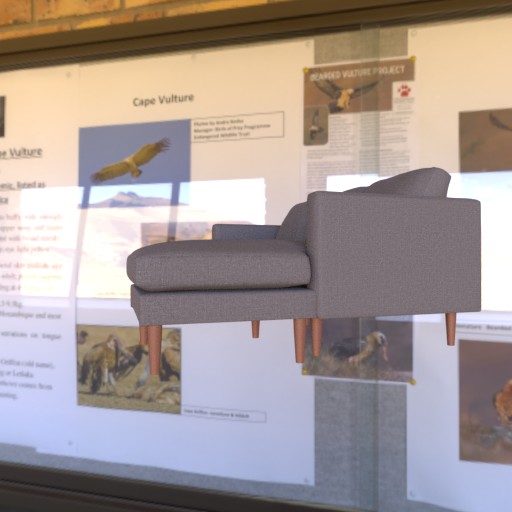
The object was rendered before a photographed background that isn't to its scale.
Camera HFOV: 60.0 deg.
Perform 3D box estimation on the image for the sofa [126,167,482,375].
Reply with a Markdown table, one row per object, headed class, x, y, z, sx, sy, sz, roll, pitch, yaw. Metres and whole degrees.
| class | x | y | z | sx | sy | sz | roll | pitch | yaw |
| --- | --- | --- | --- | --- | --- | --- | --- | --- | --- |
| sofa | 0.000 | 0.000 | 2.790 | 1.591 | 0.897 | 2.031 | 0 | 0 | -18 |
